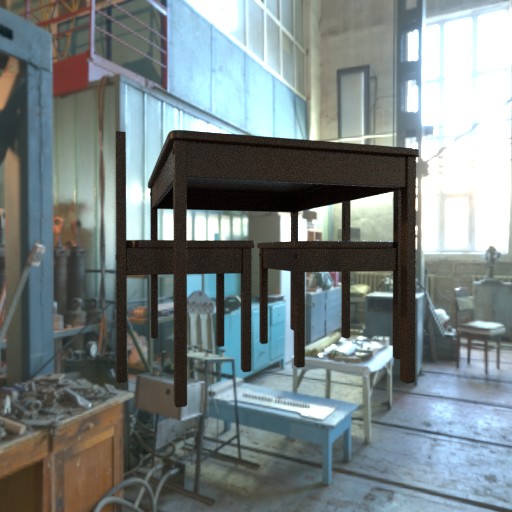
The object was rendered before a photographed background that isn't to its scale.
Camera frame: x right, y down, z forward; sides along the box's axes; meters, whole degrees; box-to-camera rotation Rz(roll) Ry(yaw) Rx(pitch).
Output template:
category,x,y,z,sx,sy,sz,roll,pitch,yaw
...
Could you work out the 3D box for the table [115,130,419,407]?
category,x,y,z,sx,sy,sz,roll,pitch,yaw
table,0.000,0.000,1.116,0.672,0.503,0.650,0,1,-17
